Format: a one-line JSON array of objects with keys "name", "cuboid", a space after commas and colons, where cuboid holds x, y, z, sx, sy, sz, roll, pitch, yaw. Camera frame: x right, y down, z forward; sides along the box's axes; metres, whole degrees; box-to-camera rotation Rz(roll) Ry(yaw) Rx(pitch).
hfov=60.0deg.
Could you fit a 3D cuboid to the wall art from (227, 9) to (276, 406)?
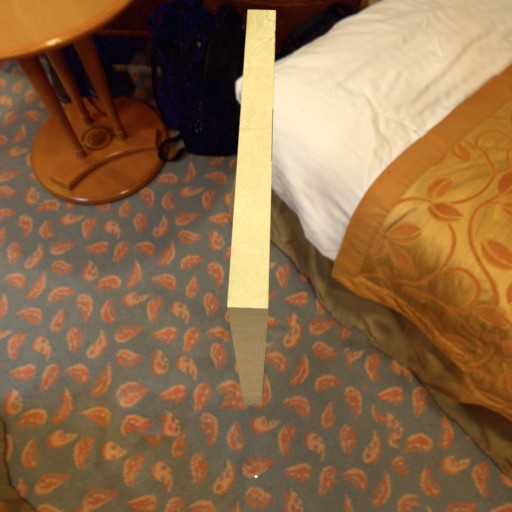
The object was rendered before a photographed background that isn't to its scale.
[{"name": "wall art", "cuboid": [0.000, 0.000, 0.750, 0.036, 0.607, 0.403, 2, 64, 1]}]
